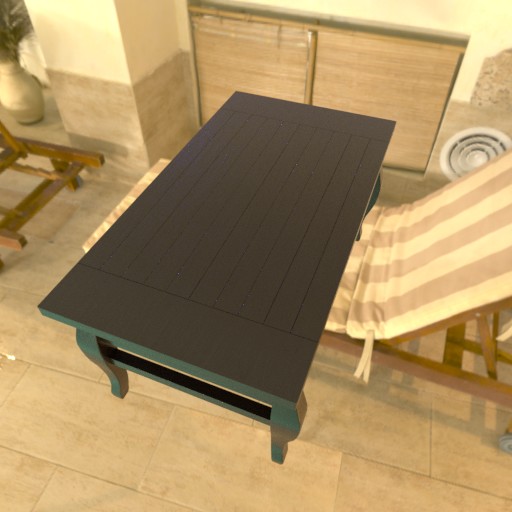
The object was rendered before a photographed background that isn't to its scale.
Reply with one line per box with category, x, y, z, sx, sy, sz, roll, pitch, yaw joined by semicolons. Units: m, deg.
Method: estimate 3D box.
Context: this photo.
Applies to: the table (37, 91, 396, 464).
table;0.000;0.000;1.390;0.600;0.494;1.062;16;49;15
